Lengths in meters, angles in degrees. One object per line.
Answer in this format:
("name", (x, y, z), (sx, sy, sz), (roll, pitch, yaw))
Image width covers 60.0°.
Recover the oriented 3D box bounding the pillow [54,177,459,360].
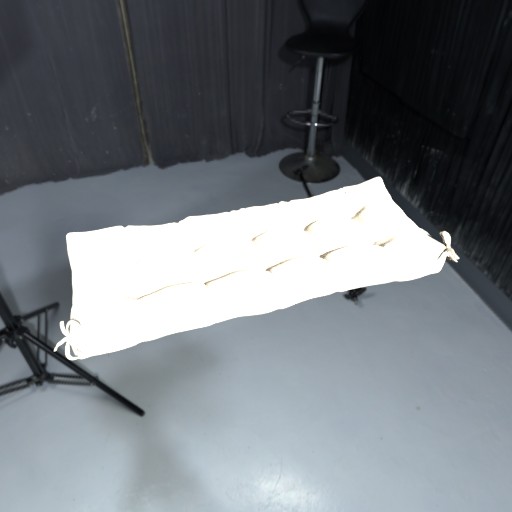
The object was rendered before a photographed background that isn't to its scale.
("pillow", (0.000, 0.000, 1.372), (1.194, 0.174, 0.511), (-12, 43, -13))
